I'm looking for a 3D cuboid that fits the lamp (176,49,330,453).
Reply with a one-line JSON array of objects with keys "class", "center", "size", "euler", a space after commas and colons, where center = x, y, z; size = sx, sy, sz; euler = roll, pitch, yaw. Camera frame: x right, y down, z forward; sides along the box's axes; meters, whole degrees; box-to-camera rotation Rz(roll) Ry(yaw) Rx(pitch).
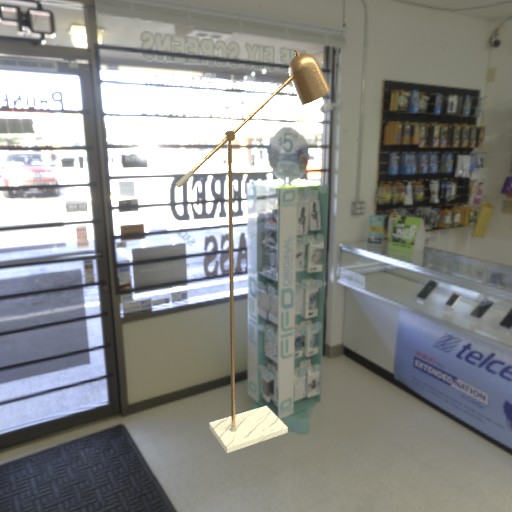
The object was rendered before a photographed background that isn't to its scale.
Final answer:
[{"class": "lamp", "center": [0.000, 0.000, 1.811], "size": [0.653, 1.594, 0.194], "euler": [-7, 15, -27]}]
